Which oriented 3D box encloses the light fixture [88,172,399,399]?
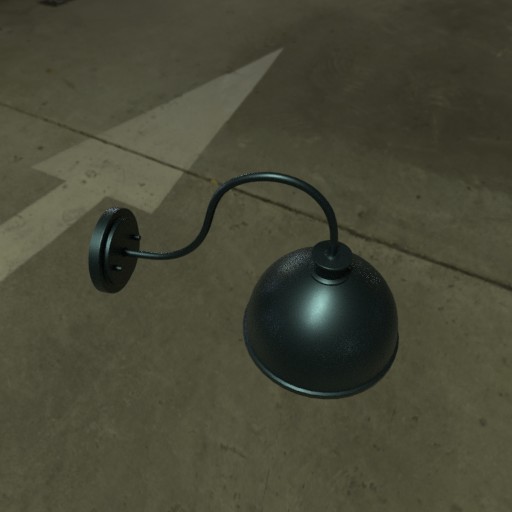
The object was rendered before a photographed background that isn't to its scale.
[{"bbox_3d":[0.000,0.000,0.643,0.467,0.295,0.253,8,46,8],"label":"light fixture"}]
